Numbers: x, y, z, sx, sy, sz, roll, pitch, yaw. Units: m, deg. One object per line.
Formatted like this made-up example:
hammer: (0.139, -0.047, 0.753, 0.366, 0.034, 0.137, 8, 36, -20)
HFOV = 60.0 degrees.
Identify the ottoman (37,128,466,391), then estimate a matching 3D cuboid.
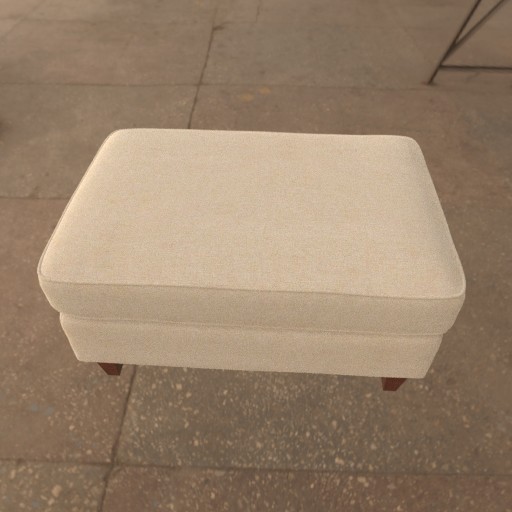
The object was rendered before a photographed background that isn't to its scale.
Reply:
ottoman: (0.000, 0.000, 1.183, 0.862, 0.484, 0.583, 3, 46, 2)
